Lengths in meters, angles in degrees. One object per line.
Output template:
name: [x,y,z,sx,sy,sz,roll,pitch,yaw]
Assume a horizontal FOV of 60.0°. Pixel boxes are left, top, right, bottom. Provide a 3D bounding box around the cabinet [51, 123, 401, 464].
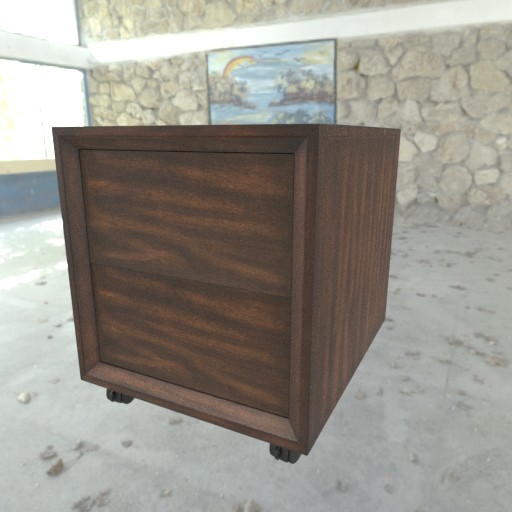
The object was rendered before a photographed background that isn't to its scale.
cabinet: [0.000,0.000,0.819,0.402,0.455,0.500,8,17,26]
